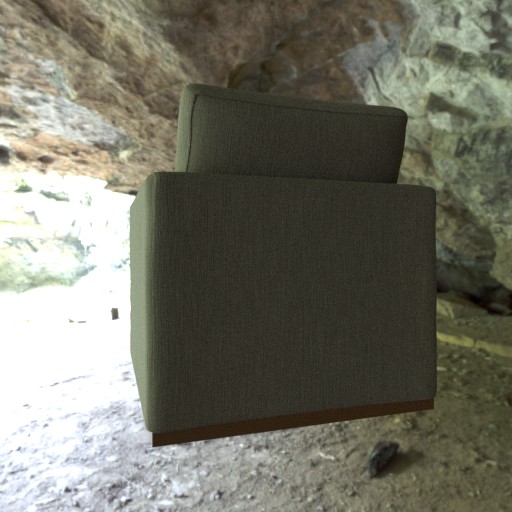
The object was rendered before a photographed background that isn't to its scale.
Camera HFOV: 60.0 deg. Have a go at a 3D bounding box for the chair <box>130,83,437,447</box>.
[{"bbox_3d":[0.000,0.000,1.436,0.763,0.811,0.834,0,1,-18],"label":"chair"}]
